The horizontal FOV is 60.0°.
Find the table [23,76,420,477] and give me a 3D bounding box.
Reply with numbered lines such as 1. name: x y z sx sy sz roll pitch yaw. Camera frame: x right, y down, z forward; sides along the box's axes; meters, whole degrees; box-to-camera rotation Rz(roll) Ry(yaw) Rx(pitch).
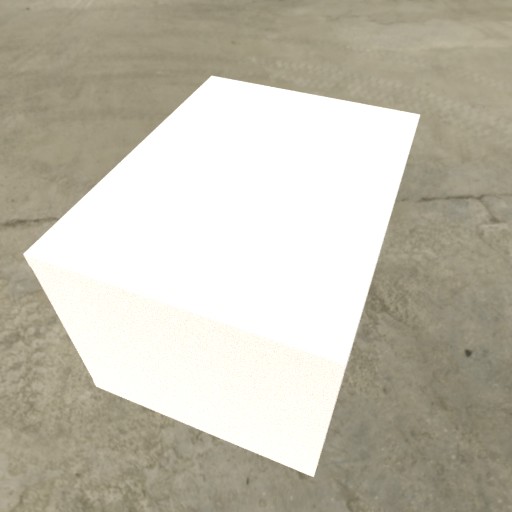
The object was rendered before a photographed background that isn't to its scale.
1. table: 0.000 0.000 0.776 0.399 0.357 0.517 16 49 15
